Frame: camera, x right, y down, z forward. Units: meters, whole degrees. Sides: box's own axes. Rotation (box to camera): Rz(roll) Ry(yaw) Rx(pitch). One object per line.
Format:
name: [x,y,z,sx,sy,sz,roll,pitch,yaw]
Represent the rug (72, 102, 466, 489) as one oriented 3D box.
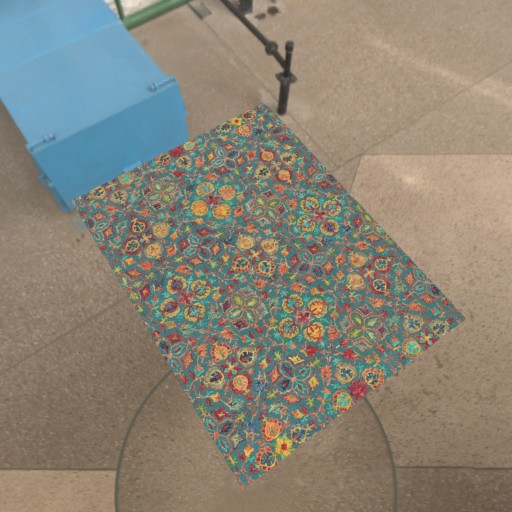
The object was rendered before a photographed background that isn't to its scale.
rug: [0.000,0.000,4.294,2.434,0.025,3.204,-31,68,-14]
